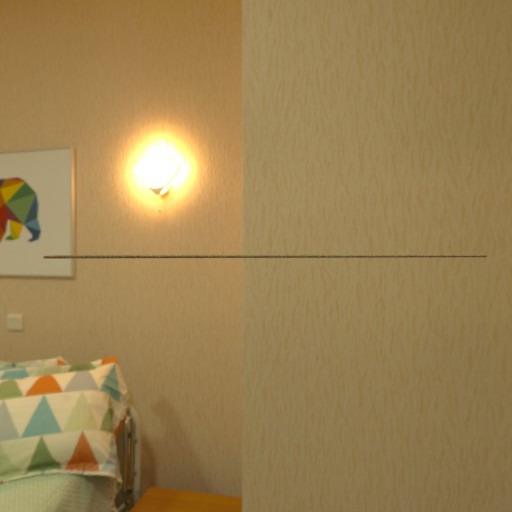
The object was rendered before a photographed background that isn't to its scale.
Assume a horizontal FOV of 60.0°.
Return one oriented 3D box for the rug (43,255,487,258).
[{"bbox_3d":[0.000,0.000,3.038,2.448,0.012,1.540,0,0,-18],"label":"rug"}]
